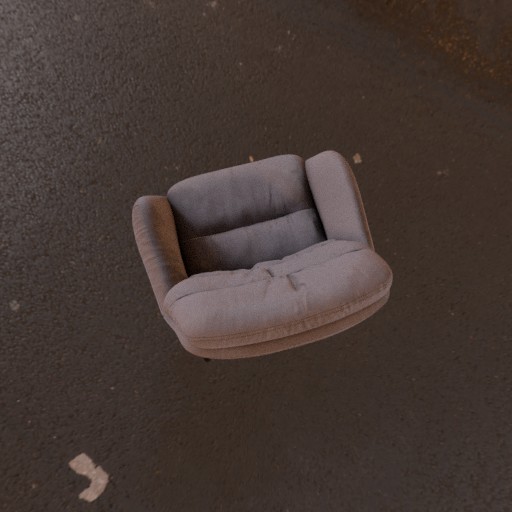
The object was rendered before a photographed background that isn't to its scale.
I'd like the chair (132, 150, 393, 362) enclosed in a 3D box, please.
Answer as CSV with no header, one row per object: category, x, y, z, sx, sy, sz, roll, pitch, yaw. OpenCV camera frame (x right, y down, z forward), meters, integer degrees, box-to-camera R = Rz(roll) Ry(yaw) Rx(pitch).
chair,0.000,0.000,1.250,0.579,0.888,0.569,-15,75,-4
